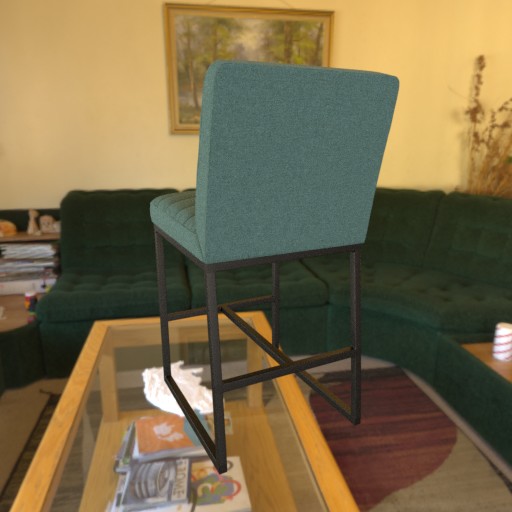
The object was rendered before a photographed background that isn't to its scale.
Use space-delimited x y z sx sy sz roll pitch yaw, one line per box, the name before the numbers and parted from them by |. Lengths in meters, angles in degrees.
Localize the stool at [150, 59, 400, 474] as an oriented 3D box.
stool | 0.000 0.000 1.252 0.460 0.940 0.560 -8 17 -26
